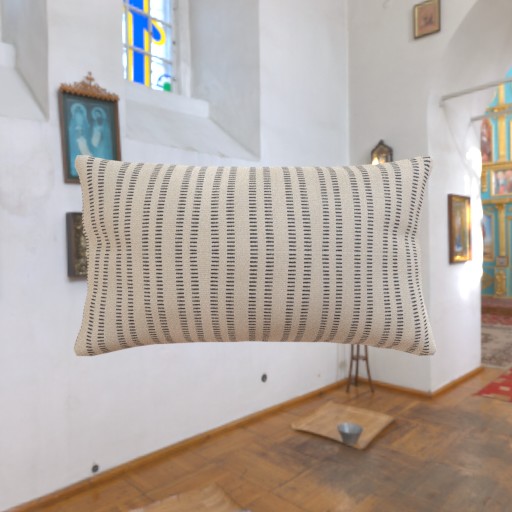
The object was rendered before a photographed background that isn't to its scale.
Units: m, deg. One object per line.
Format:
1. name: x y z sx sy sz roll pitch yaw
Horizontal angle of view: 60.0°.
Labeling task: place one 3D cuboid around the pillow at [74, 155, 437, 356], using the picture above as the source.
1. pillow: 0.000 0.000 0.772 0.640 0.353 0.210 0 0 -1
